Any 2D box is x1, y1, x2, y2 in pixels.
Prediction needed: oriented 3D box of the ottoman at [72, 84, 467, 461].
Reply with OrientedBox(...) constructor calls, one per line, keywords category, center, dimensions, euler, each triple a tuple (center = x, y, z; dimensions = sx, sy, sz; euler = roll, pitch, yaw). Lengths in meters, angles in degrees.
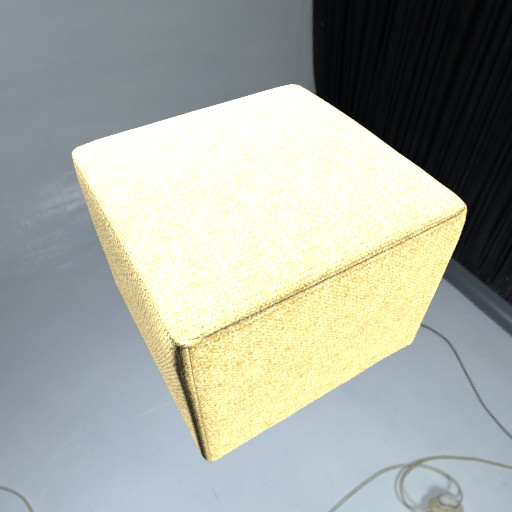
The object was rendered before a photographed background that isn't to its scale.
OrientedBox(category="ottoman", center=(0.000, 0.000, 0.888), dimensions=(0.512, 0.441, 0.505), euler=(-24, 51, -21))
